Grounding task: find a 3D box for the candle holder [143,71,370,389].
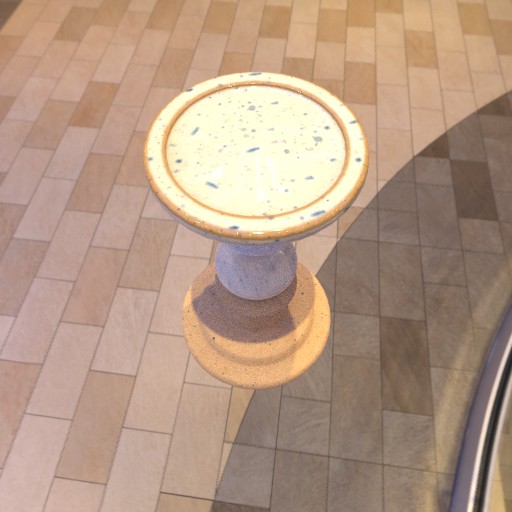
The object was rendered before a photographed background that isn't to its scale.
[{"bbox_3d":[0.000,0.000,0.288,0.123,0.202,0.123,0,59,0],"label":"candle holder"}]
